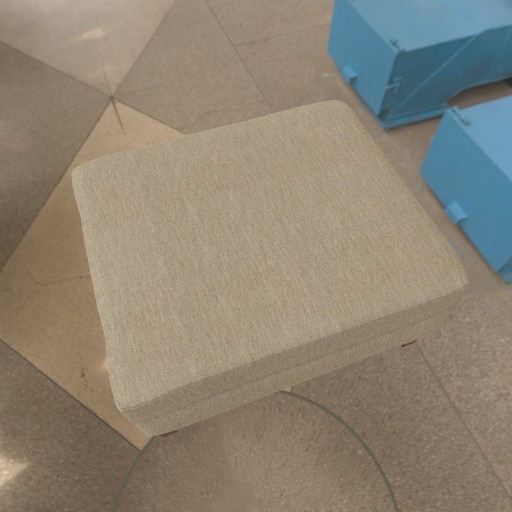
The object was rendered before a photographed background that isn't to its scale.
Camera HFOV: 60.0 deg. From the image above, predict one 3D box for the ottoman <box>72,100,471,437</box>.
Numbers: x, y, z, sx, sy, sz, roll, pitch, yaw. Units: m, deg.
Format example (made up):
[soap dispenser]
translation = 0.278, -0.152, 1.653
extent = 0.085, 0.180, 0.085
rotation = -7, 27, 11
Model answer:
[ottoman]
translation = 0.000, 0.000, 1.452
extent = 0.976, 0.492, 0.836
rotation = -17, 59, -11
